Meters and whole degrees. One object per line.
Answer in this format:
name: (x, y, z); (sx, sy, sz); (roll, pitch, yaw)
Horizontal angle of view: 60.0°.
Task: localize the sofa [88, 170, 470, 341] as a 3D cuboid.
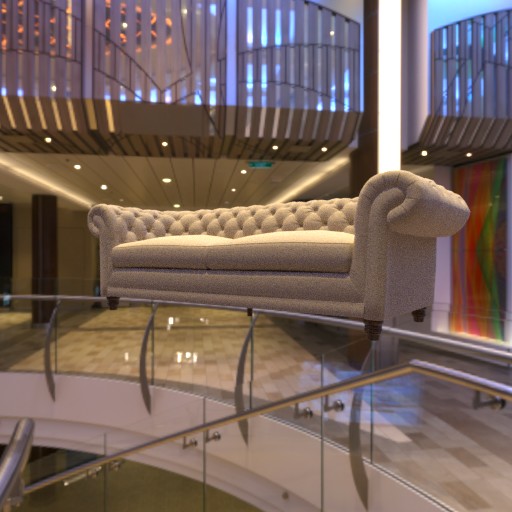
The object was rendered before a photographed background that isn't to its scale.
sofa: (0.000, 0.000, 3.188); (2.694, 0.847, 1.076); (0, 0, 36)
